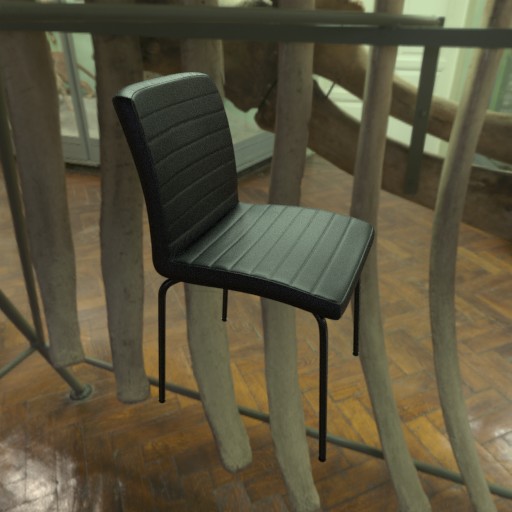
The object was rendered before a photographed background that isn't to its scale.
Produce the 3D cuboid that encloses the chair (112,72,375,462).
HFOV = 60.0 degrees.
[{"bbox_3d":[0.000,0.000,1.200,0.572,0.872,0.450,12,32,19],"label":"chair"}]
